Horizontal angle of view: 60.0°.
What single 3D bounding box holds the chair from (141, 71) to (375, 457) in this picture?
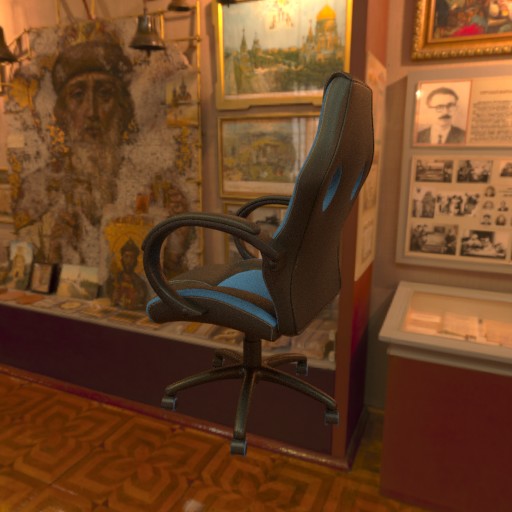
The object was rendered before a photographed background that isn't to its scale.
[{"bbox_3d":[0.000,0.000,1.609,0.724,1.187,0.673,7,15,25],"label":"chair"}]
